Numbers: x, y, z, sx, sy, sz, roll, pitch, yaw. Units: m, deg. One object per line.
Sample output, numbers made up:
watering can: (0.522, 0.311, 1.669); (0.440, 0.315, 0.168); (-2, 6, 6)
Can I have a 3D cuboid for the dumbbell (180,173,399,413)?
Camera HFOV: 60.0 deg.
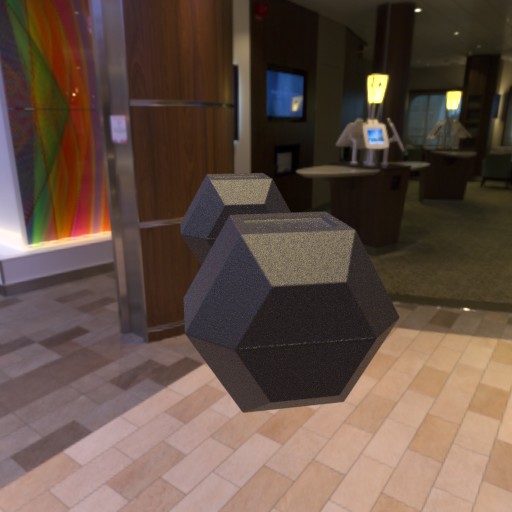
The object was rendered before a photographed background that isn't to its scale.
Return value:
dumbbell: (0.000, 0.000, 0.427); (0.141, 0.123, 0.356); (-3, 17, -9)
